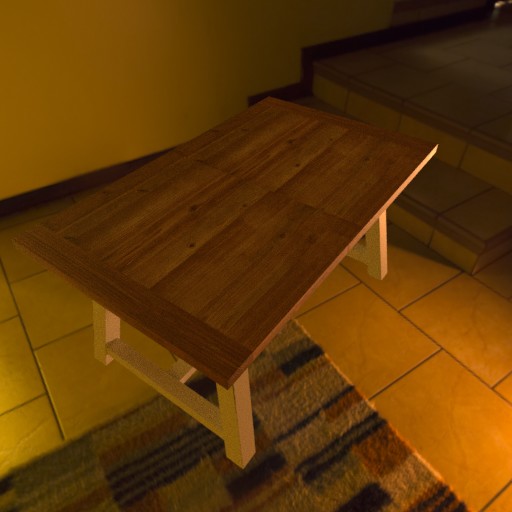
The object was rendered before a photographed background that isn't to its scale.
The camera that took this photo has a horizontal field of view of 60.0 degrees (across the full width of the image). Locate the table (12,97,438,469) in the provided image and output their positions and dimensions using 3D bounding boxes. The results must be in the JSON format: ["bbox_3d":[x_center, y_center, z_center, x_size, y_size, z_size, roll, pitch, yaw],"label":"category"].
[{"bbox_3d":[0.000,0.000,1.975,0.922,0.743,1.503,26,47,26],"label":"table"}]
